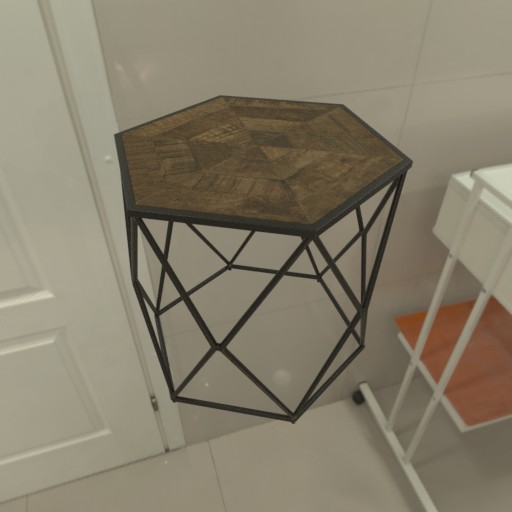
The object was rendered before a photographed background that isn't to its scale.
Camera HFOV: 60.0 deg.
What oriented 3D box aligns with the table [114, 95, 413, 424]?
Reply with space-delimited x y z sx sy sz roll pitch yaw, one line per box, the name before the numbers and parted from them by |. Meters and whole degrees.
table | 0.000 0.000 1.051 0.579 0.564 0.578 -12 42 -14
